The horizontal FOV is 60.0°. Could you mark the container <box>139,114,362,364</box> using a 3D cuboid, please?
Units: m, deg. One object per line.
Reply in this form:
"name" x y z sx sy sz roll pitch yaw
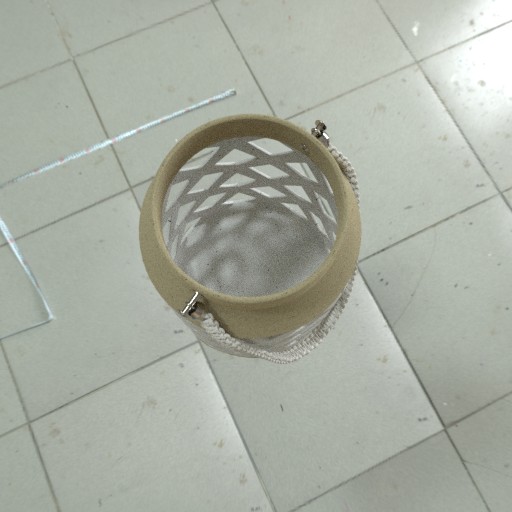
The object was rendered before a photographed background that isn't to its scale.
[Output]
"container" 0.000 0.000 0.349 0.172 0.229 0.163 34 79 7
